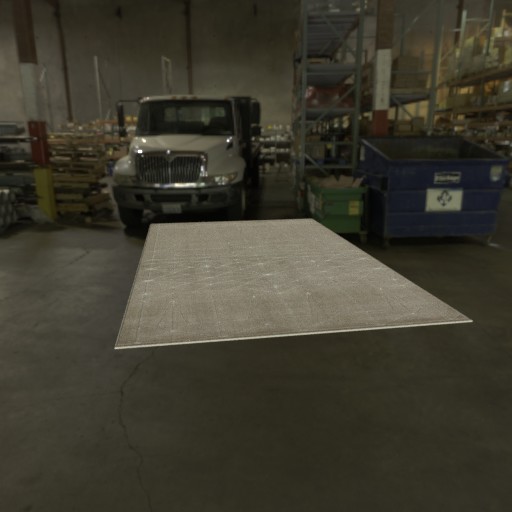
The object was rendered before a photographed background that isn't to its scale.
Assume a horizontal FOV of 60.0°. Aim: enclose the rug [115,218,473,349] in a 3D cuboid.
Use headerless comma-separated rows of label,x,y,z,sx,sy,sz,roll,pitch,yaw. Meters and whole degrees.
rug,0.000,0.000,2.990,1.524,0.012,2.438,-3,16,-9
